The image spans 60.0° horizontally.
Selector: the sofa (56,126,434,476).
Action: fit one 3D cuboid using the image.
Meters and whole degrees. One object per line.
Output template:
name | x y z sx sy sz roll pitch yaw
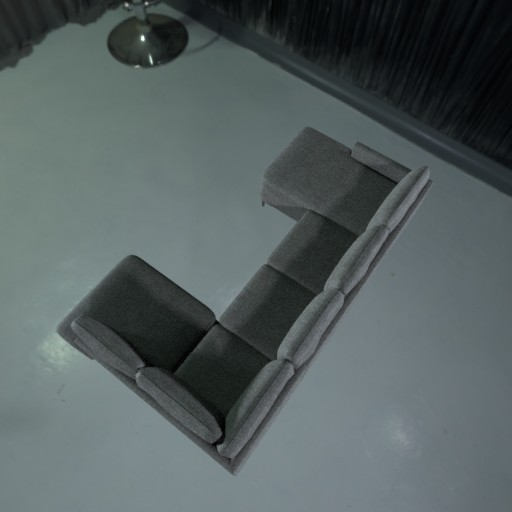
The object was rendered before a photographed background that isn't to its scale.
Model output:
sofa | 0.000 0.000 4.389 2.048 0.999 3.423 33 68 16
